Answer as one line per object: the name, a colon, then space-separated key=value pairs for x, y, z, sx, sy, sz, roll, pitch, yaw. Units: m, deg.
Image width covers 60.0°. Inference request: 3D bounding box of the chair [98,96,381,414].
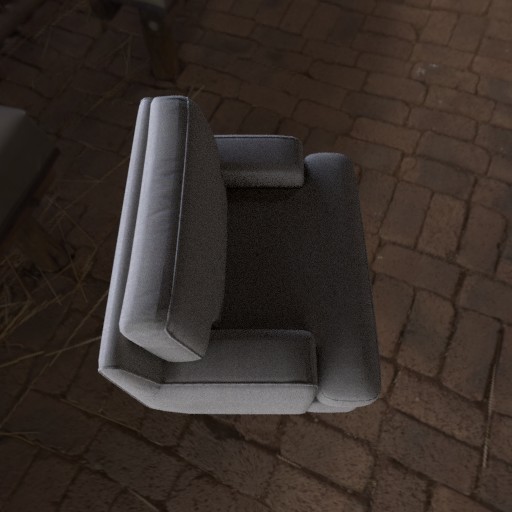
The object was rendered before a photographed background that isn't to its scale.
chair: x=0.000 y=0.000 z=1.990 sx=1.043 sy=0.974 sz=1.270 roll=0 pitch=63 yaw=0
